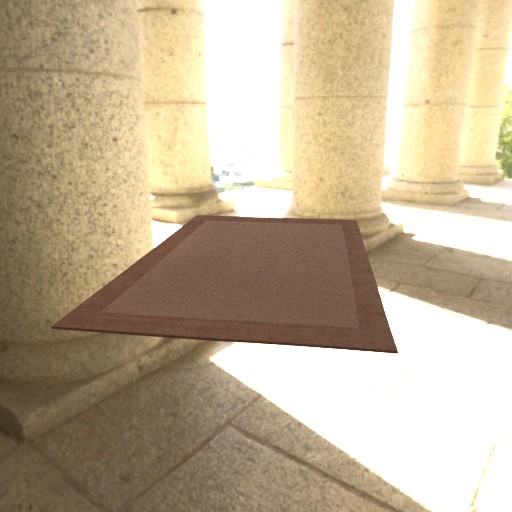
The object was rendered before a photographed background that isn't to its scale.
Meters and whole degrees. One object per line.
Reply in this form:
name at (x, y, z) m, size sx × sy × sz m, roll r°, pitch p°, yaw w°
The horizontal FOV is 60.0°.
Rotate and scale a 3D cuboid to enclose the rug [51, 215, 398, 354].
rug at (0.000, 0.000, 3.050) m, size 1.524 × 0.014 × 2.438 m, roll 3°, pitch 18°, yaw 8°
